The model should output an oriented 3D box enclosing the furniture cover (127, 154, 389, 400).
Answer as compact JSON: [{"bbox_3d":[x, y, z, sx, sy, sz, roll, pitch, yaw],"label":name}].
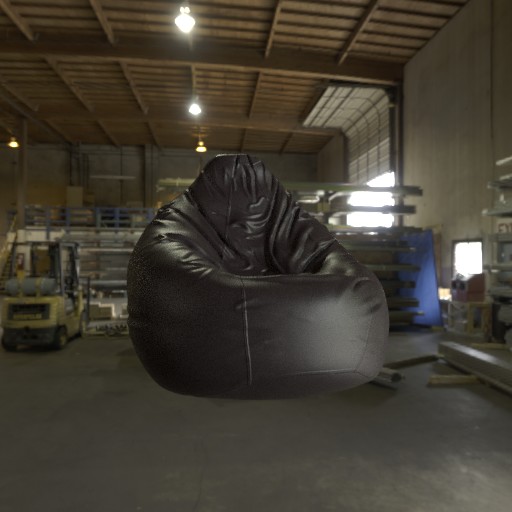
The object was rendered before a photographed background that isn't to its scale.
[{"bbox_3d":[0.000,0.000,1.892,1.070,0.990,1.070,0,-1,-19],"label":"furniture cover"}]
